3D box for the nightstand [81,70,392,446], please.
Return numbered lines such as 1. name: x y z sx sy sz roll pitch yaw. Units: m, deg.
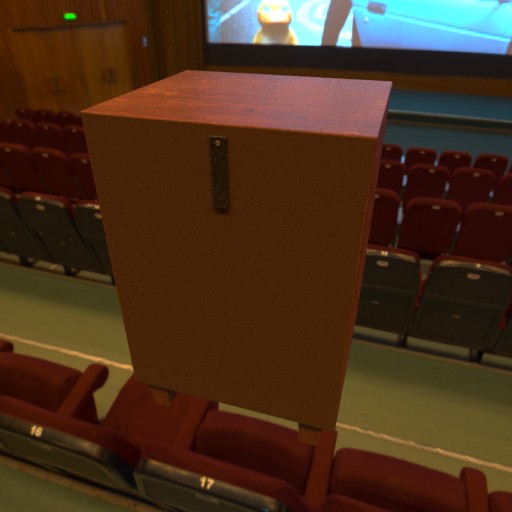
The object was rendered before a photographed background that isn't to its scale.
1. nightstand: 0.000 0.000 0.994 0.465 0.695 0.410 9 33 15
